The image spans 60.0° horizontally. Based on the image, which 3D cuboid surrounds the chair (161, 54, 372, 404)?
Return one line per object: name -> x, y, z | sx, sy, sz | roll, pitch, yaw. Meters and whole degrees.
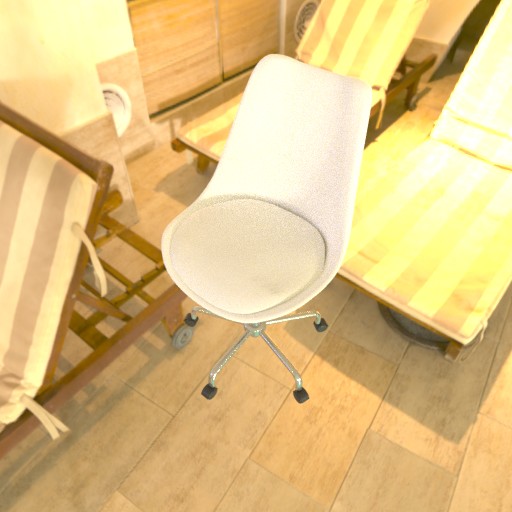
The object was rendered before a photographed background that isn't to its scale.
chair -> 0.000, 0.000, 1.283 | 0.550, 0.930, 0.550 | 30, 53, 25
